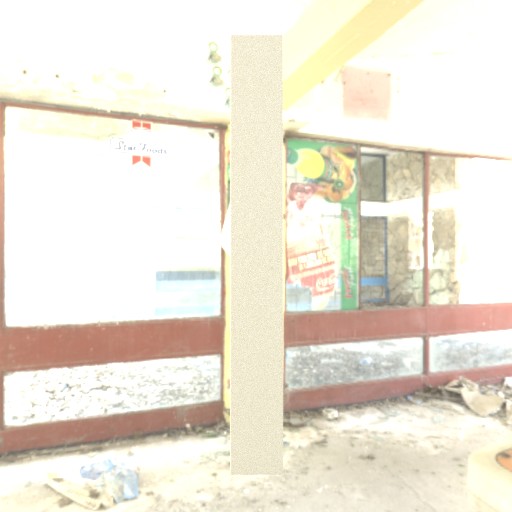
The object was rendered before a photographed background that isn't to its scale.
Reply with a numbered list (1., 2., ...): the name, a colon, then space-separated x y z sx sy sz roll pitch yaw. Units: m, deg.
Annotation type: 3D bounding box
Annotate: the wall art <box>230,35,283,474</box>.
1. wall art: 0.000 0.000 0.460 0.037 0.305 0.305 0 -1 0
